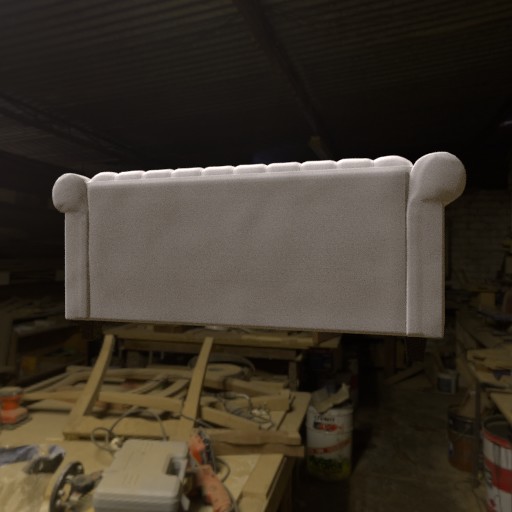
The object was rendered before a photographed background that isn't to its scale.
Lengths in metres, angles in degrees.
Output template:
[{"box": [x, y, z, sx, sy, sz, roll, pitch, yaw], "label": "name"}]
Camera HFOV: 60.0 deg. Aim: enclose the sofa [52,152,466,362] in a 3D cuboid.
[{"box": [0.000, 0.000, 2.213, 1.798, 0.796, 0.771, 0, 1, 16], "label": "sofa"}]
